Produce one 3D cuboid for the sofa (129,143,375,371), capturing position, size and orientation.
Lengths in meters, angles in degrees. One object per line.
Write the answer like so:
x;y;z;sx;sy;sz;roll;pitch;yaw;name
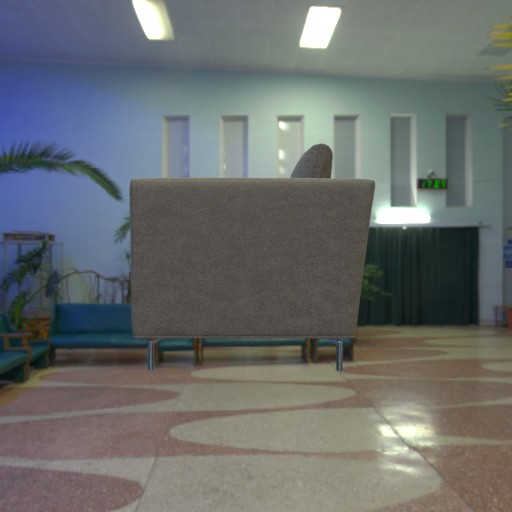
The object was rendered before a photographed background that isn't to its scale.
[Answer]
0.000;0.000;2.597;0.889;0.864;2.121;0;-1;1;sofa
